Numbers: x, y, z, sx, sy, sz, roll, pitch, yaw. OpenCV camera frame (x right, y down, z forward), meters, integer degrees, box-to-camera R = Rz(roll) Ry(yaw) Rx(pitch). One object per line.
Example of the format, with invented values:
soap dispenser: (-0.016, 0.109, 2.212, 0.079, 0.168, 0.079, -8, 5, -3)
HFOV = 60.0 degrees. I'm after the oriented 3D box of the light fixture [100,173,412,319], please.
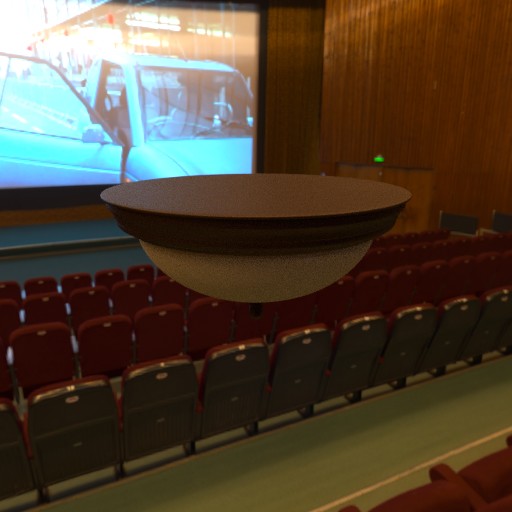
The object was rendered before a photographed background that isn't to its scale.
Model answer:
light fixture: (0.000, 0.000, 0.438, 0.280, 0.135, 0.280, 0, 16, 0)
